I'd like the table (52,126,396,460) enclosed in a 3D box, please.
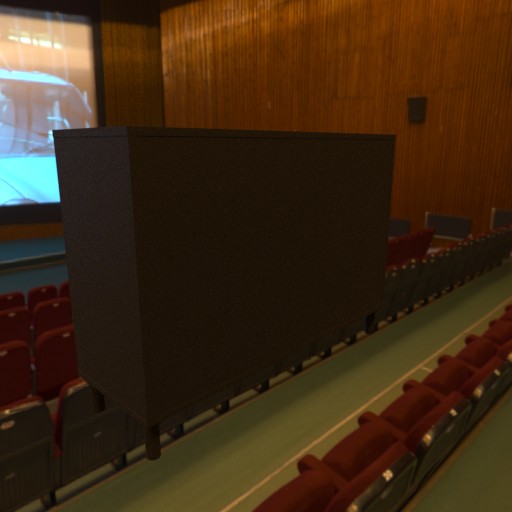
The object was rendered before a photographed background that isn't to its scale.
[{"bbox_3d":[0.000,0.000,1.595,0.400,0.855,1.200,13,19,42],"label":"table"}]
